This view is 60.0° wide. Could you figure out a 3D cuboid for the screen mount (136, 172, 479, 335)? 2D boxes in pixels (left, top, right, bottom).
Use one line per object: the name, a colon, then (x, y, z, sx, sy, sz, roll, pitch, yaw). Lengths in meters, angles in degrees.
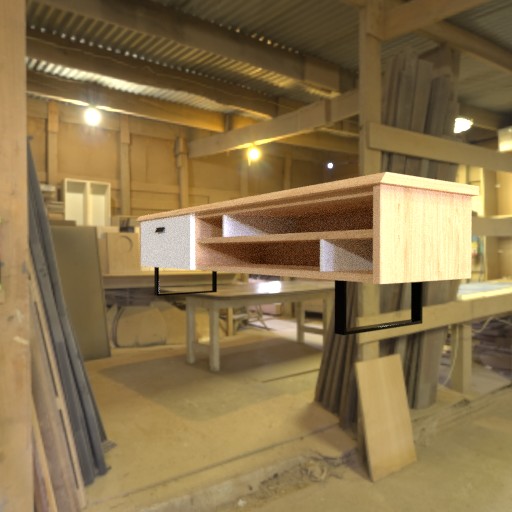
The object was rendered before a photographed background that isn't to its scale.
screen mount: (0.000, 0.000, 1.902, 0.450, 0.430, 1.700, 0, 1, -35)
